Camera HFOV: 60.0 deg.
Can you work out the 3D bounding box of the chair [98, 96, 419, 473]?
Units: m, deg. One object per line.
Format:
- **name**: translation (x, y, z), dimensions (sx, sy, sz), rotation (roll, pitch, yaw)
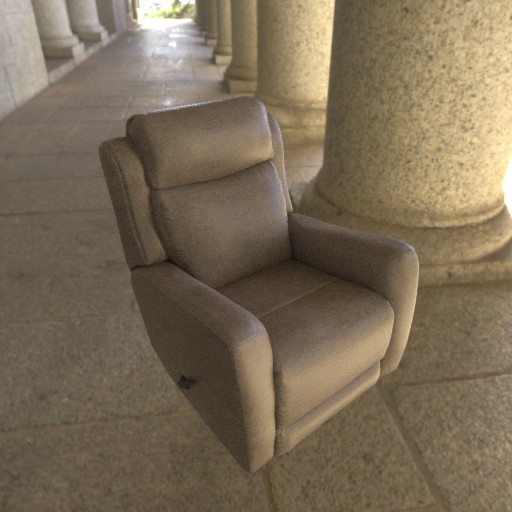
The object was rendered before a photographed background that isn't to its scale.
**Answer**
- **chair**: translation (0.000, 0.000, 1.900), dimensions (0.967, 1.116, 1.068), rotation (-22, 37, -31)
